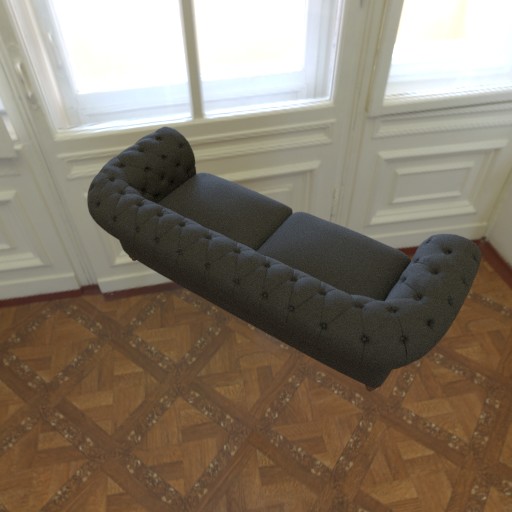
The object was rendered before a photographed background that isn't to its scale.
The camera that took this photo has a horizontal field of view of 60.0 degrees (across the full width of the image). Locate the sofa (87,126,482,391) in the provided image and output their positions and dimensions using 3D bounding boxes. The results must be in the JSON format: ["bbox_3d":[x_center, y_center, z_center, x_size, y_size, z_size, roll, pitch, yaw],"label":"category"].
[{"bbox_3d":[0.000,0.000,2.784,2.362,0.762,0.991,25,51,23],"label":"sofa"}]
